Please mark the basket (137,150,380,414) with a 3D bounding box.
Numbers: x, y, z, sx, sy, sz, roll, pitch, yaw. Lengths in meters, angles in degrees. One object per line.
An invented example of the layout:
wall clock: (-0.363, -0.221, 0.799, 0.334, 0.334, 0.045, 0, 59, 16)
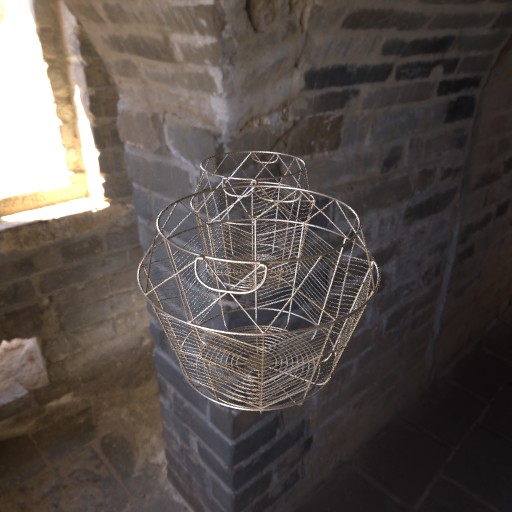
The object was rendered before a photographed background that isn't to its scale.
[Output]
basket: (0.000, 0.000, 1.038, 0.451, 0.343, 0.805, -1, 27, -2)
